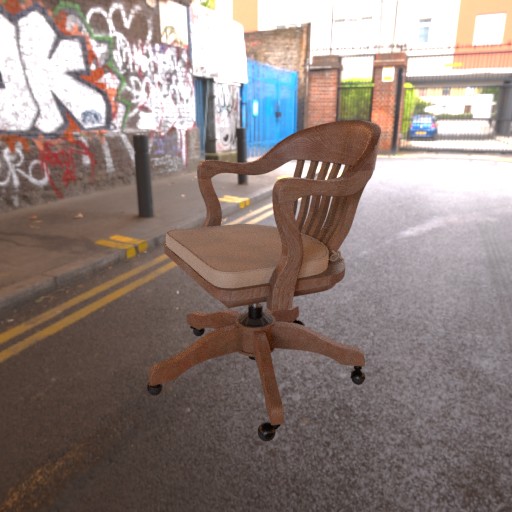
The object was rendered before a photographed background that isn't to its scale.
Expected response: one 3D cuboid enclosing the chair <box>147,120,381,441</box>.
[{"bbox_3d":[0.000,0.000,1.499,0.788,0.878,0.750,-9,19,-26],"label":"chair"}]
